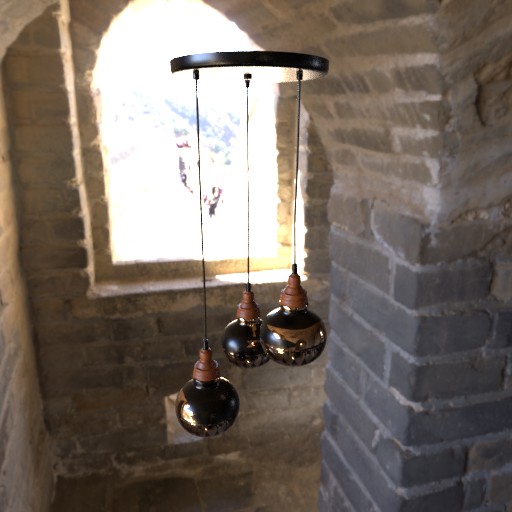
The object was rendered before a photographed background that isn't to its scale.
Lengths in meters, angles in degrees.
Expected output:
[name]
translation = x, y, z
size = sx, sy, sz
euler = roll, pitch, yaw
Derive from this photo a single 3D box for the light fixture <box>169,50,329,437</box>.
[light fixture]
translation = 0.000, 0.000, 1.754
size = 0.605, 1.410, 0.608
euler = 7, 18, 23
